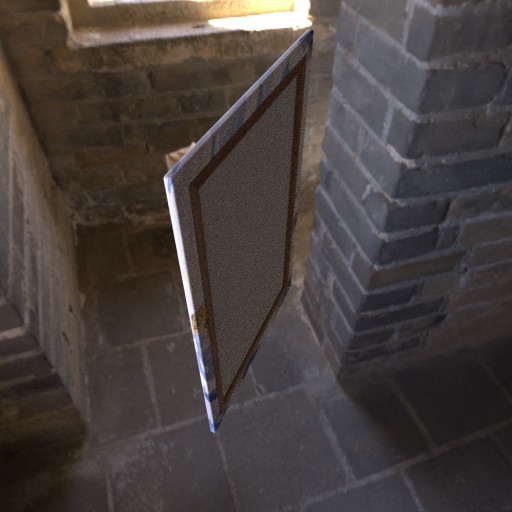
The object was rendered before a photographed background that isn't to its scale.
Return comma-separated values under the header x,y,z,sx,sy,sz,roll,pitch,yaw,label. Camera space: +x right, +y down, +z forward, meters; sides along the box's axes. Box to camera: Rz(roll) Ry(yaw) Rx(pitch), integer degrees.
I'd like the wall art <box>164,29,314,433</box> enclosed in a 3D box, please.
x,y,z,sx,sy,sz,roll,pitch,yaw,label
0.000,0.000,1.148,0.016,0.914,0.610,18,49,16,wall art
